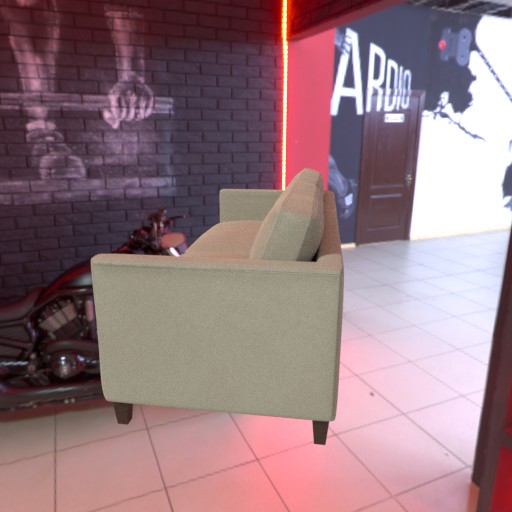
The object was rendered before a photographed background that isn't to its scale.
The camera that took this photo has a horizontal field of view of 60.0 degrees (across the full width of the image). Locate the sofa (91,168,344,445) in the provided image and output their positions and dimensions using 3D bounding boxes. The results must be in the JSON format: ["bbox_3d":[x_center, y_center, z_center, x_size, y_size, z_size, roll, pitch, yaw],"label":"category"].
[{"bbox_3d":[0.000,0.000,2.644,0.948,0.932,2.181,2,16,8],"label":"sofa"}]
